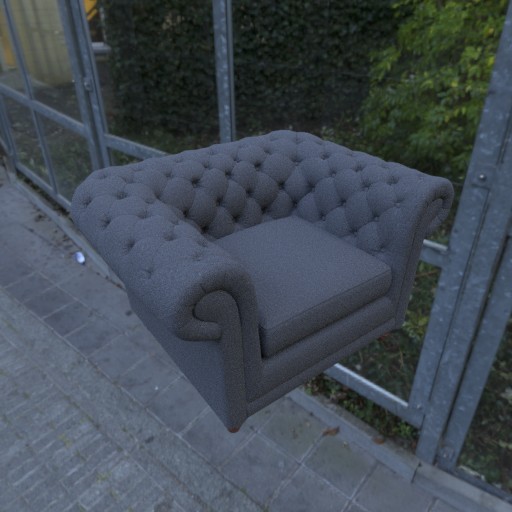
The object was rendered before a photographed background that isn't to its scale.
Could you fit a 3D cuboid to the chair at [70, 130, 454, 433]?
[{"bbox_3d":[0.000,0.000,1.904,1.270,0.770,0.976,-21,37,-30],"label":"chair"}]
